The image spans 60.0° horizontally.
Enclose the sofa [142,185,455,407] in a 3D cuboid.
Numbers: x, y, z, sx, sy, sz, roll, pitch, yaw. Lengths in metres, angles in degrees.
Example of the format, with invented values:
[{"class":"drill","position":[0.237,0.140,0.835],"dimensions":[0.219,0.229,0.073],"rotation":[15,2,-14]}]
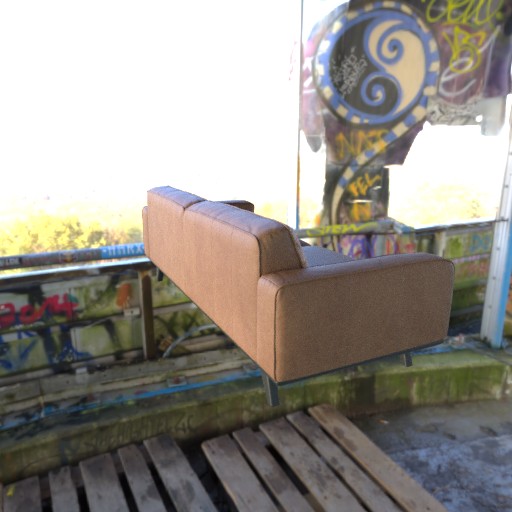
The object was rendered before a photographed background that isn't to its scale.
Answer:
[{"class":"sofa","position":[0.000,0.000,2.826],"dimensions":[0.953,0.780,2.270],"rotation":[-7,16,-26]}]
